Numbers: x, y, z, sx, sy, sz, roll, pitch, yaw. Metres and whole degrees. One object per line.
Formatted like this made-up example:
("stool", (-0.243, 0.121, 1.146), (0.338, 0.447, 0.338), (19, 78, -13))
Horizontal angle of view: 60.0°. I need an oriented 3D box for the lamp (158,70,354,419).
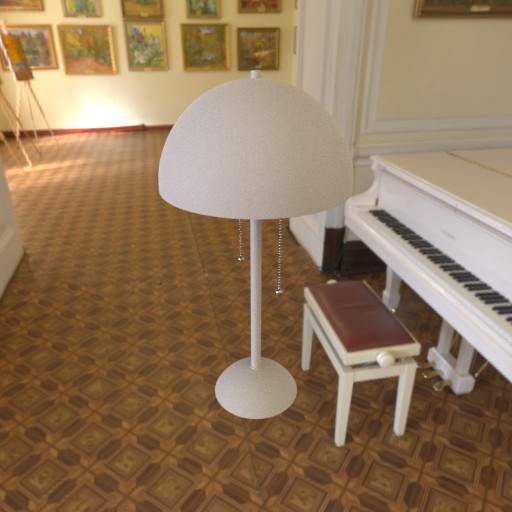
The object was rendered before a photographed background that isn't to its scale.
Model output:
("lamp", (0.000, 0.000, 0.428), (0.171, 0.330, 0.171), (0, 26, 0))
